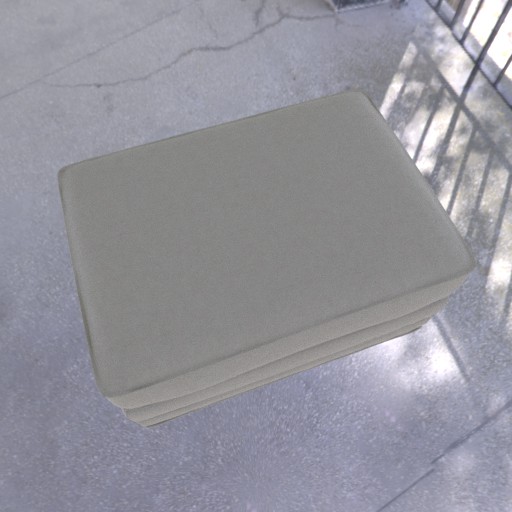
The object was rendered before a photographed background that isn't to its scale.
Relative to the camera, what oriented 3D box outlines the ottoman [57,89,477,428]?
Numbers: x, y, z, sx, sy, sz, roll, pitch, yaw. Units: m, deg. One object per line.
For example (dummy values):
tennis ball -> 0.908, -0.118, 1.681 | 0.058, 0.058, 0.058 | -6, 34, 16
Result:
ottoman -> 0.000, 0.000, 1.177 | 0.848, 0.482, 0.611 | -18, 64, -9
